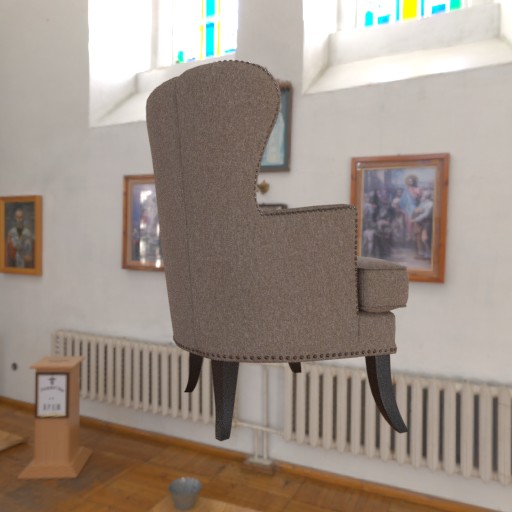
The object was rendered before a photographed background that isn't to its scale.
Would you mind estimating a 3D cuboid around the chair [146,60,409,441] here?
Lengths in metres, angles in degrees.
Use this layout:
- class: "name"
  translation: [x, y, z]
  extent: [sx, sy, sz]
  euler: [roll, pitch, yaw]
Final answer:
- class: "chair"
  translation: [0.000, 0.000, 1.568]
  extent: [0.758, 1.060, 0.759]
  euler: [0, 0, -20]
